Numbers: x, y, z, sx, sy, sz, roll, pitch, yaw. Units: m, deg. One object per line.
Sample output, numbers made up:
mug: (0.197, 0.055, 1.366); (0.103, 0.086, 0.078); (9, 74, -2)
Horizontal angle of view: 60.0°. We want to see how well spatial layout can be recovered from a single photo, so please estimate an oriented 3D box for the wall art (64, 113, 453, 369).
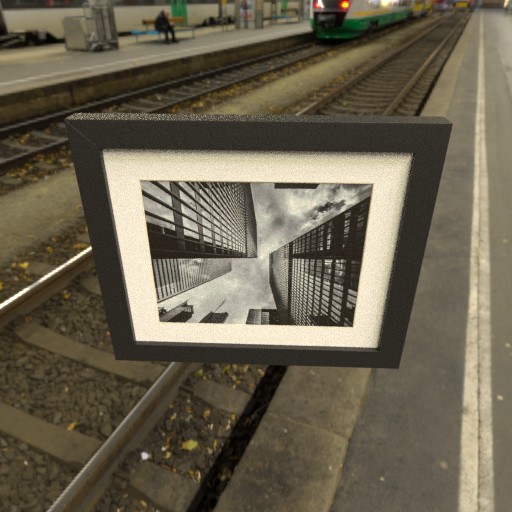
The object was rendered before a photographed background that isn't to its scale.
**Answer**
wall art: (0.000, 0.000, 0.526); (0.381, 0.321, 0.028); (1, 30, 2)
